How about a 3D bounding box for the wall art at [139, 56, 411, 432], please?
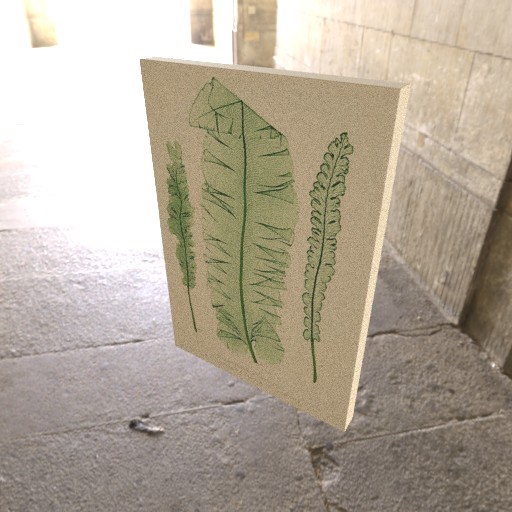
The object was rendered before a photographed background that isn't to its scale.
[{"bbox_3d":[0.000,0.000,0.774,0.418,0.608,0.038,19,37,28],"label":"wall art"}]
